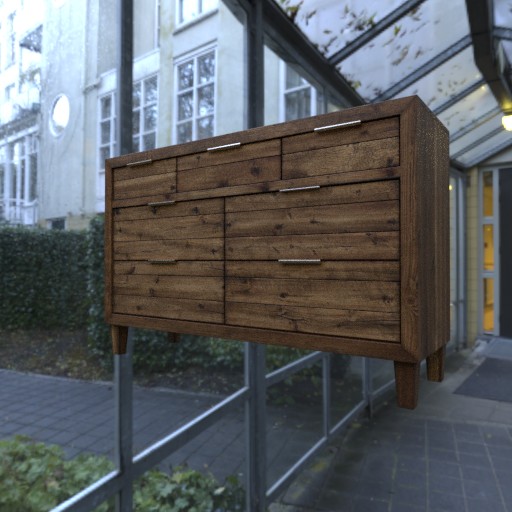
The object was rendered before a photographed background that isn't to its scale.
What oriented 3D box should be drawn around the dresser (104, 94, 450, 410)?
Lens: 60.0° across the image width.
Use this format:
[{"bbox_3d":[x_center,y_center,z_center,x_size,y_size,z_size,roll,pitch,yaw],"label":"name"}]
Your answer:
[{"bbox_3d":[0.000,0.000,1.802,1.387,0.892,0.438,0,-1,35],"label":"dresser"}]
